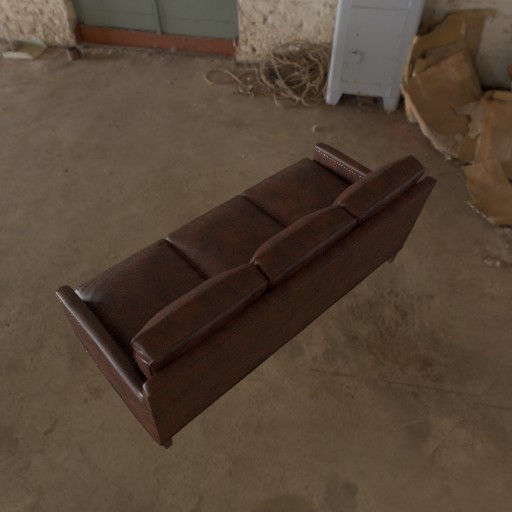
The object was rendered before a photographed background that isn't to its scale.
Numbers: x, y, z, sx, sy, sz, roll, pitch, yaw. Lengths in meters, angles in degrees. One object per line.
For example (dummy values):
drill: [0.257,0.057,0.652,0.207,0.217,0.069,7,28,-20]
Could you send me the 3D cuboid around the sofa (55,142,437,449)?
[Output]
sofa: [0.000,0.000,2.848,2.240,1.003,1.084,-34,56,-27]
